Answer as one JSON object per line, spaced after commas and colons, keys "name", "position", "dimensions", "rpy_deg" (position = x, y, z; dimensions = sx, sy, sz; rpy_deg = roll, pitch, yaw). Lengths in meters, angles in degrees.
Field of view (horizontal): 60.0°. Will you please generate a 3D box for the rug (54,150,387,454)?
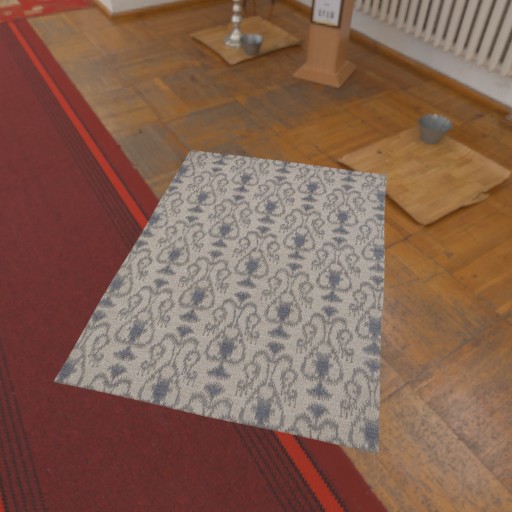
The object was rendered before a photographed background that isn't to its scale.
{"name": "rug", "position": [0.000, 0.000, 2.955], "dimensions": [1.676, 0.013, 2.261], "rpy_deg": [9, 46, 9]}
